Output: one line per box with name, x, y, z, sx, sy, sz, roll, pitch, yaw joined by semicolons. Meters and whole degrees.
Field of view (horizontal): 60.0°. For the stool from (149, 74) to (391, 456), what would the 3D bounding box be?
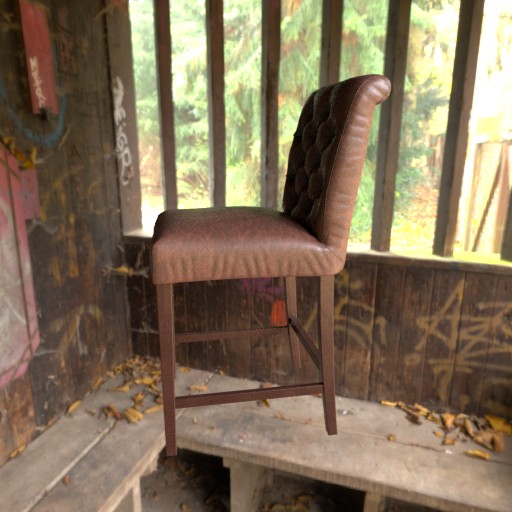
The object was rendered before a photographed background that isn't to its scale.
stool;0.000;0.000;1.454;0.660;1.084;0.486;-3;15;-10
